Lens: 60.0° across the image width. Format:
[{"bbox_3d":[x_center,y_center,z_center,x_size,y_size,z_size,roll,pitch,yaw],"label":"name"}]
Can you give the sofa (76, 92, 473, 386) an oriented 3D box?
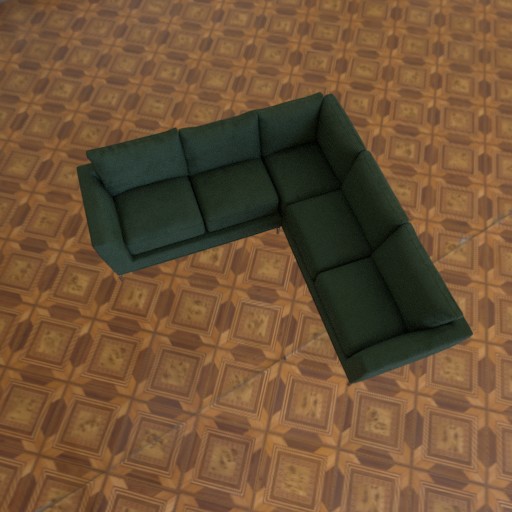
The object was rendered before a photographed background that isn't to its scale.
[{"bbox_3d":[0.000,0.000,3.719,2.468,1.004,2.452,-17,65,-8],"label":"sofa"}]
